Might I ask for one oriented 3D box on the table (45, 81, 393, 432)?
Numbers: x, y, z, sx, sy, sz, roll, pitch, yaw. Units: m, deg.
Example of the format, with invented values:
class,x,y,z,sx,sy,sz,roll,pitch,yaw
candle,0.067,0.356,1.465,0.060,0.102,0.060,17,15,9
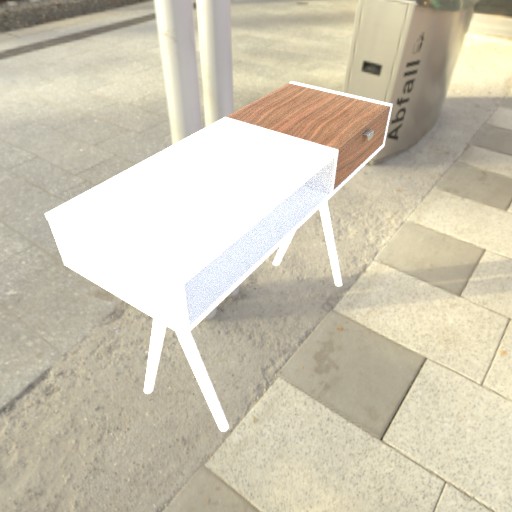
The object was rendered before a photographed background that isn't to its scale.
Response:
class,x,y,z,sx,sy,sz,roll,pitch,yaw
table,0.000,0.000,1.494,0.418,0.785,1.066,24,46,26
